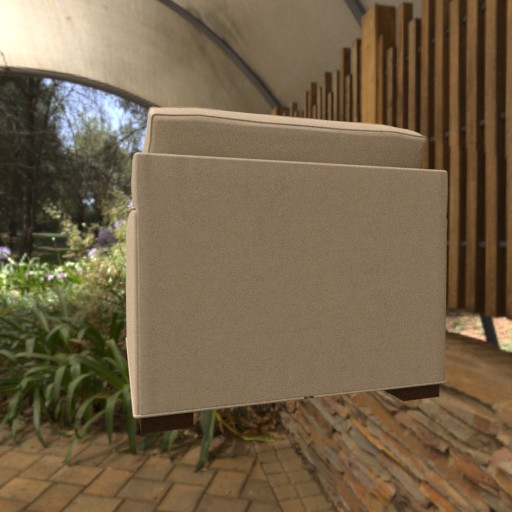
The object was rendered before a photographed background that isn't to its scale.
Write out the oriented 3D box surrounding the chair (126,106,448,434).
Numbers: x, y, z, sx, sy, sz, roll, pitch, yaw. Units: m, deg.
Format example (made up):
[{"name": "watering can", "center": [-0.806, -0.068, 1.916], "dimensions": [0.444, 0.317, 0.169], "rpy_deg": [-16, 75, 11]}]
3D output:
[{"name": "chair", "center": [0.000, 0.000, 1.789], "dimensions": [0.998, 0.913, 1.043], "rpy_deg": [-1, 2, -17]}]
